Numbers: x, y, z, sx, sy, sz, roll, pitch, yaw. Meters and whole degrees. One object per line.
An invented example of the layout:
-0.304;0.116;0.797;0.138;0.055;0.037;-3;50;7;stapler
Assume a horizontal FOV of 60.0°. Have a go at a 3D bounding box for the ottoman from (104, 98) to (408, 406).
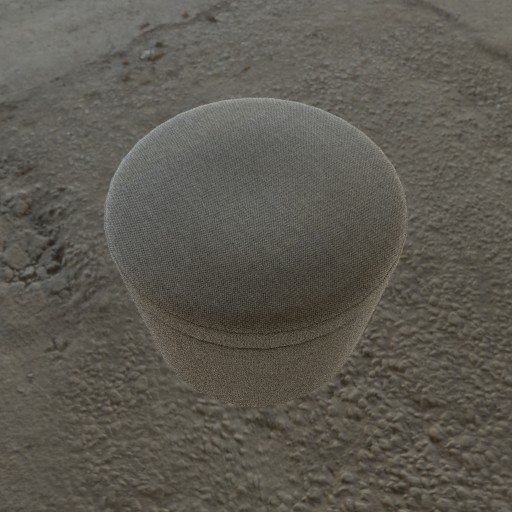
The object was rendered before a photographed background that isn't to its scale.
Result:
0.000;0.000;0.889;0.500;0.419;0.500;0;57;0;ottoman
